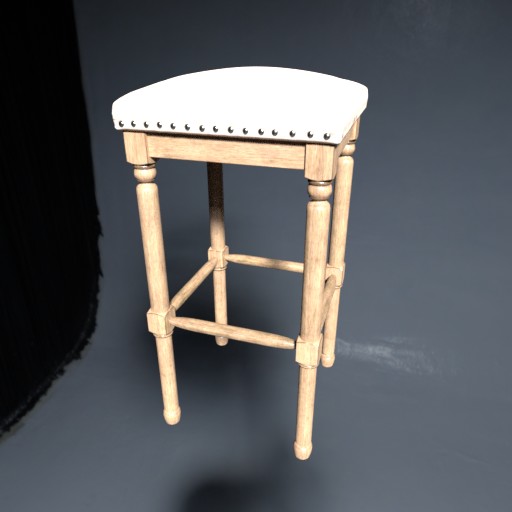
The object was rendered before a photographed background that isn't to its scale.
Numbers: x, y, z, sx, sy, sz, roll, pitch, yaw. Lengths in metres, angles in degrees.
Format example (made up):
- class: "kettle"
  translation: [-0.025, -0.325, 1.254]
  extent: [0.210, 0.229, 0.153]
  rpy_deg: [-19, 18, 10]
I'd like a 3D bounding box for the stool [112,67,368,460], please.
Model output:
- class: "stool"
  translation: [0.000, 0.000, 0.978]
  extent: [0.383, 0.768, 0.382]
  rpy_deg: [8, 27, 16]
